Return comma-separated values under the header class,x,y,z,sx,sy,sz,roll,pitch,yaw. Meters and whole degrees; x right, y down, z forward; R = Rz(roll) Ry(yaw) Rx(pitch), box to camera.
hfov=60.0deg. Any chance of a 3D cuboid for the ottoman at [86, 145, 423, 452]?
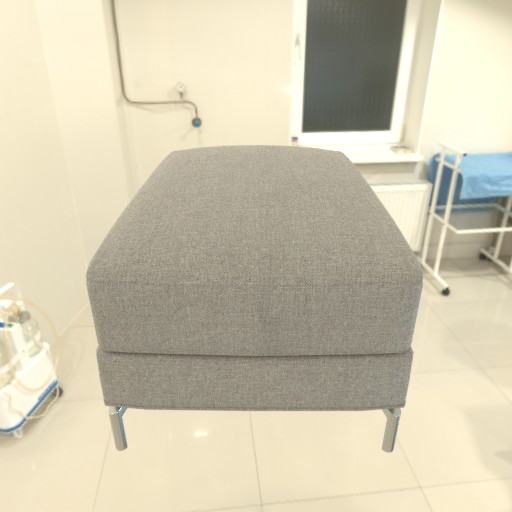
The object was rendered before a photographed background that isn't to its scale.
class,x,y,z,sx,sy,sz,roll,pitch,yaw
ottoman,0.000,0.000,1.134,0.584,0.457,0.838,0,27,0
